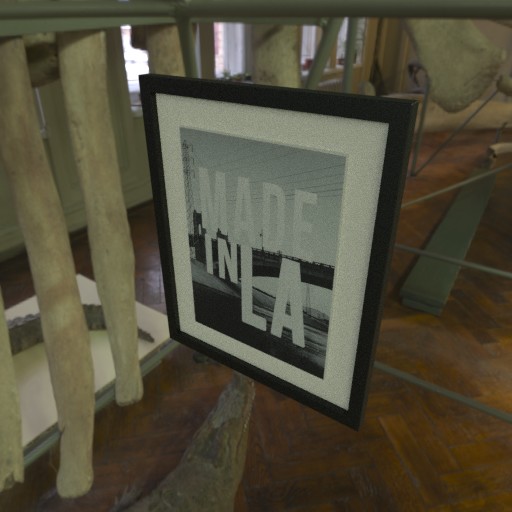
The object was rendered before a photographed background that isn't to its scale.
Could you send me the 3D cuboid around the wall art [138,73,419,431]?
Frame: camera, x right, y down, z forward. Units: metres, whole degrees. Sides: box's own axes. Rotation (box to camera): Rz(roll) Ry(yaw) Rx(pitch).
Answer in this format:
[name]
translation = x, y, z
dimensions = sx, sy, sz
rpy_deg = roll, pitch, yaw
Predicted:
[wall art]
translation = 0.000, 0.000, 0.770
dimensions = 0.457, 0.559, 0.028
rpy_deg = 18, 34, 29
